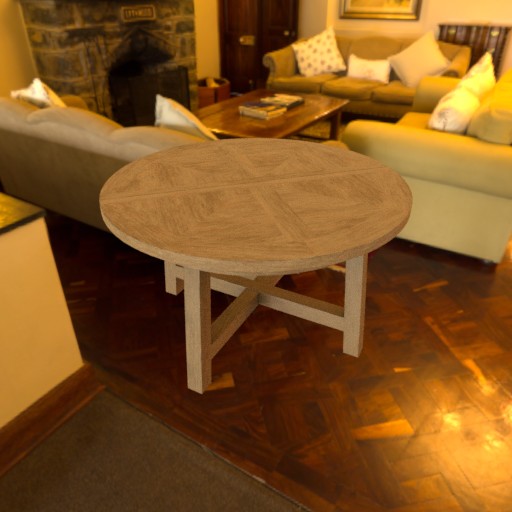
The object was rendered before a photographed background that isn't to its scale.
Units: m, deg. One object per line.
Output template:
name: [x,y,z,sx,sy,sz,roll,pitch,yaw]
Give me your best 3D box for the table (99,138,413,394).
table: [0.000,0.000,2.146,1.319,0.762,1.319,0,31,0]
